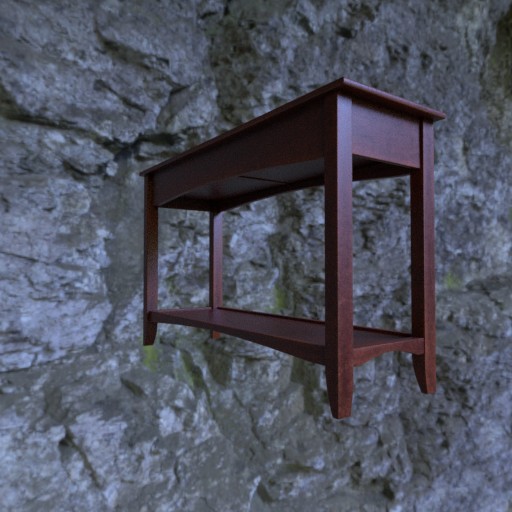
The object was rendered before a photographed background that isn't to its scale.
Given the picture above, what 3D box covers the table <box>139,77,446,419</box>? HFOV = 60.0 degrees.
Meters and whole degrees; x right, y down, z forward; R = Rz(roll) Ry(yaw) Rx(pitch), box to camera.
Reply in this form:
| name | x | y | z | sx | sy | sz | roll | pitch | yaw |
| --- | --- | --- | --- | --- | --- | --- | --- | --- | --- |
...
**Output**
| name | x | y | z | sx | sy | sz | roll | pitch | yaw |
| --- | --- | --- | --- | --- | --- | --- | --- | --- | --- |
| table | 0.000 | 0.000 | 1.534 | 0.392 | 0.739 | 1.188 | 1 | -2 | -36 |
